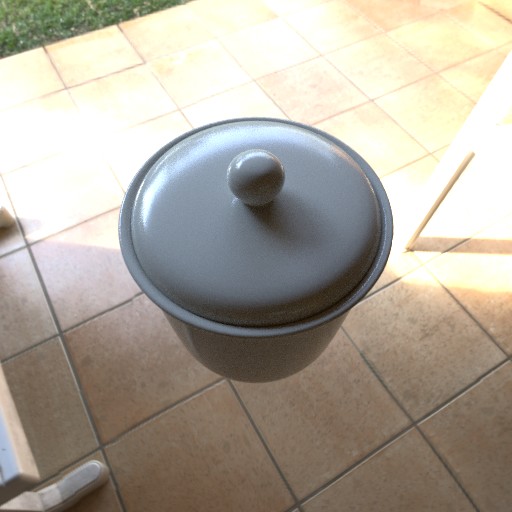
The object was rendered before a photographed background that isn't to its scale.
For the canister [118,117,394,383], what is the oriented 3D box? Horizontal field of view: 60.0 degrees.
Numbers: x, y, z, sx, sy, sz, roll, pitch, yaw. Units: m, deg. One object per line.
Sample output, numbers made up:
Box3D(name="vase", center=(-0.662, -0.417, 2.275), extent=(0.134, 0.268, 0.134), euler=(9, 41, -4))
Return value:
Box3D(name="canister", center=(0.000, 0.000, 0.345), extent=(0.182, 0.208, 0.182), euler=(0, 58, 0))
